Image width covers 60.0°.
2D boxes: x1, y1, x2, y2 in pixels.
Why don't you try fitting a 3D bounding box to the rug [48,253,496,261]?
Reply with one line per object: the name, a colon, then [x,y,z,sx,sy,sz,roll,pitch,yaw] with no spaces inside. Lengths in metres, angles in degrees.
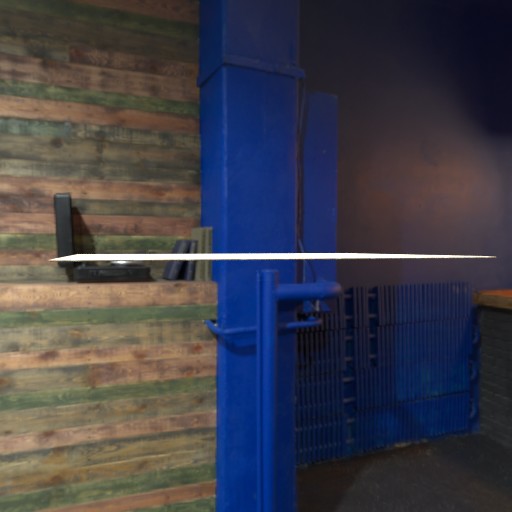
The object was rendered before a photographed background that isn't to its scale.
rug: [0.000,0.000,4.256,3.353,0.010,2.438,0,1,-18]
